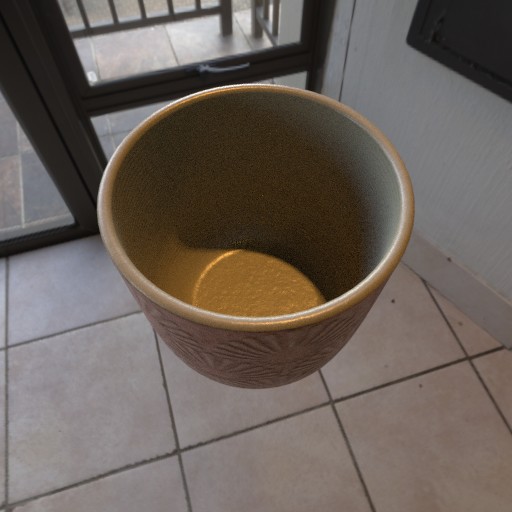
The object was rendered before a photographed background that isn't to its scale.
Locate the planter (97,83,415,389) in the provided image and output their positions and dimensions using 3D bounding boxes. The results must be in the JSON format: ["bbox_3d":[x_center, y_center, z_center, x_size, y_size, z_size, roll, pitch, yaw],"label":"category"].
[{"bbox_3d":[0.000,0.000,0.221,0.124,0.109,0.124,0,58,0],"label":"planter"}]
